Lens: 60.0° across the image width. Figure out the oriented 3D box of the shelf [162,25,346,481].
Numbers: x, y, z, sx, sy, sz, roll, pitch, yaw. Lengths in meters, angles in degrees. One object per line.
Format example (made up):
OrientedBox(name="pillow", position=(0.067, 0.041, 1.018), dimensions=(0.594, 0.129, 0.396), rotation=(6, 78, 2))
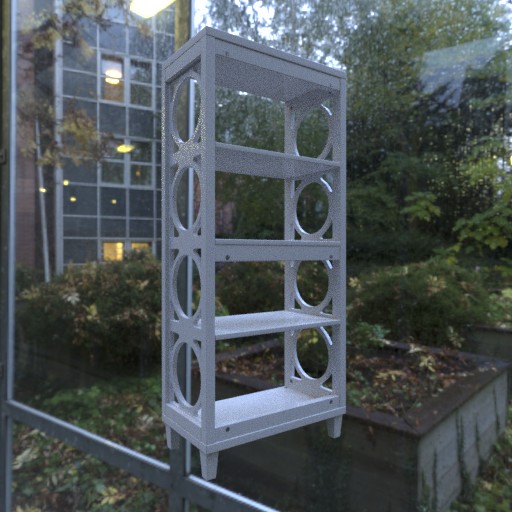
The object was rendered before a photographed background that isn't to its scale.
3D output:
OrientedBox(name="shelf", position=(0.000, 0.000, 1.668), dimensions=(0.611, 1.411, 0.340), rotation=(0, 0, -35))
